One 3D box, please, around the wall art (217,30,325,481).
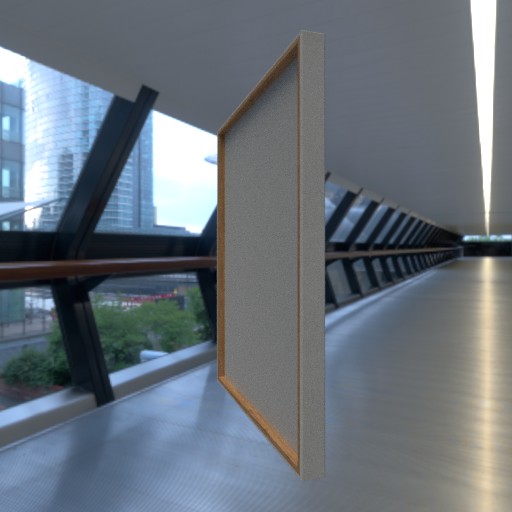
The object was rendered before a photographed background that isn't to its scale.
[{"bbox_3d":[0.000,0.000,0.841,0.037,0.606,0.508,0,0,-18],"label":"wall art"}]
